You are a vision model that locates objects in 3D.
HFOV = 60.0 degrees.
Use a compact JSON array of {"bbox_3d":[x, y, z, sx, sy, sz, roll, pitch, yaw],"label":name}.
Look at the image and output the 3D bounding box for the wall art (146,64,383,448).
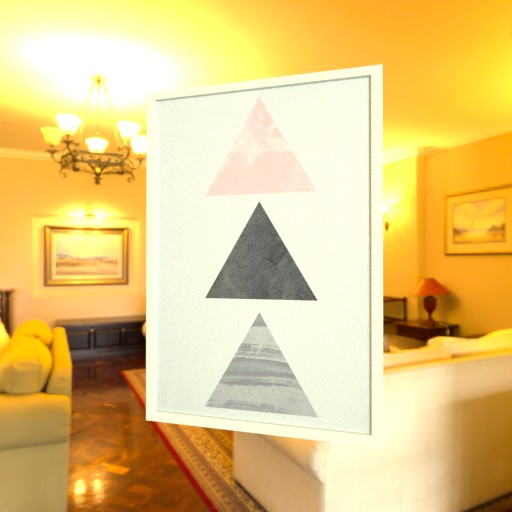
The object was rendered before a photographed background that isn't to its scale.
[{"bbox_3d":[0.000,0.000,0.829,0.456,0.656,0.013,0,0,17],"label":"wall art"}]
